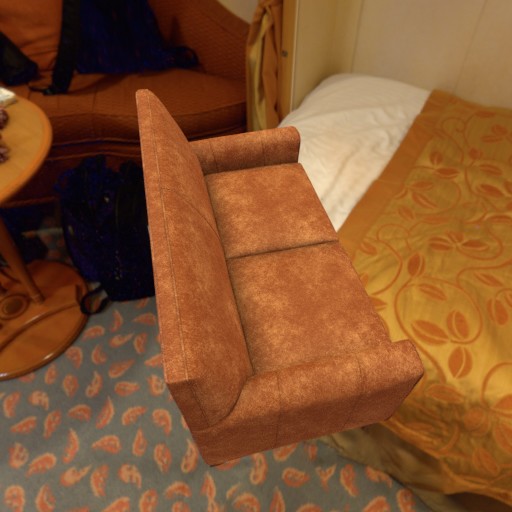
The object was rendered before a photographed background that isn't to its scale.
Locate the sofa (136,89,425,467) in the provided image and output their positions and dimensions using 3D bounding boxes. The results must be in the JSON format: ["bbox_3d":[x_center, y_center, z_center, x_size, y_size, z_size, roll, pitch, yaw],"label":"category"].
[{"bbox_3d":[0.000,0.000,1.905,0.787,0.871,1.473,-10,48,-9],"label":"sofa"}]
